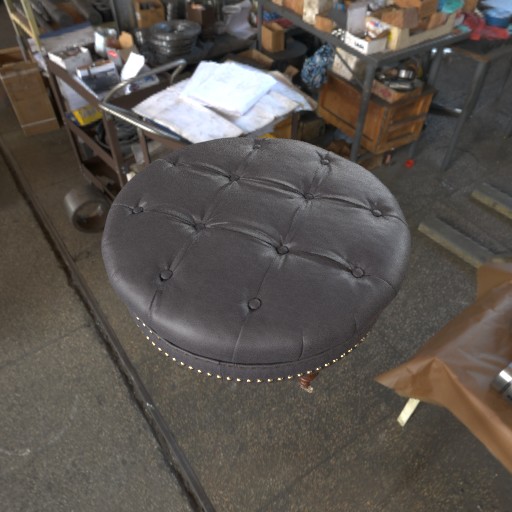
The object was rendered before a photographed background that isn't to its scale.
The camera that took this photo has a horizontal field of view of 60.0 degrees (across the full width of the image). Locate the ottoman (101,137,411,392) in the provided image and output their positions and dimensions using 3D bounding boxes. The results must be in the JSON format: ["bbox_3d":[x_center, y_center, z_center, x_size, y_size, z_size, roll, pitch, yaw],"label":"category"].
[{"bbox_3d":[0.000,0.000,1.433,0.901,0.439,0.901,0,47,0],"label":"ottoman"}]
